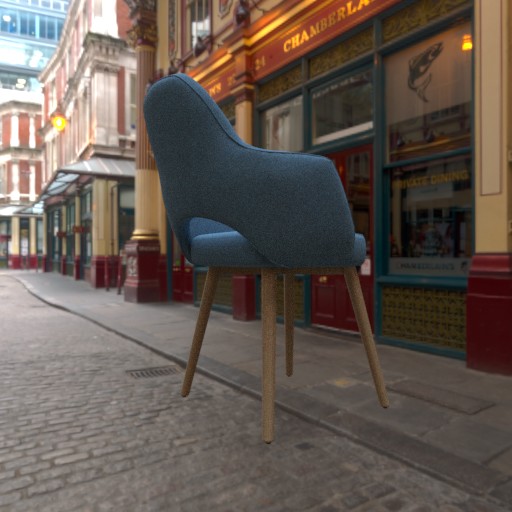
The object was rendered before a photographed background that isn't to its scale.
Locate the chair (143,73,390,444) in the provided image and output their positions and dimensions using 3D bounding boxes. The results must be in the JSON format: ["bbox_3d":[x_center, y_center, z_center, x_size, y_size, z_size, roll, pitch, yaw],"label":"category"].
[{"bbox_3d":[0.000,0.000,1.344,0.666,0.920,0.589,0,-1,-36],"label":"chair"}]
